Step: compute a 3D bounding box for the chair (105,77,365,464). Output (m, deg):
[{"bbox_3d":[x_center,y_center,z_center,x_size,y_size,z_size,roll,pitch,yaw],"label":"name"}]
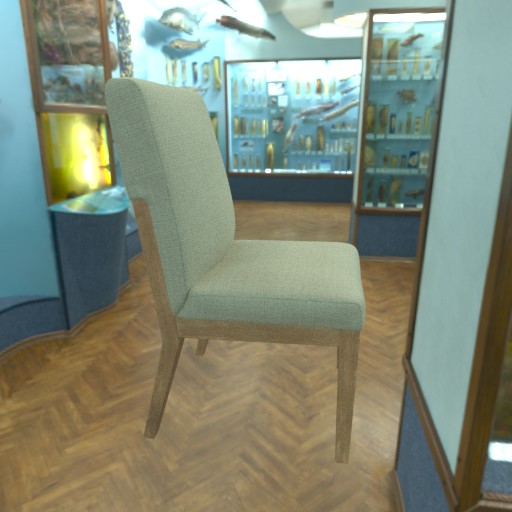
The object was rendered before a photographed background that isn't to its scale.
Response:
[{"bbox_3d":[0.000,0.000,1.240,0.586,0.911,0.507,3,17,10],"label":"chair"}]
